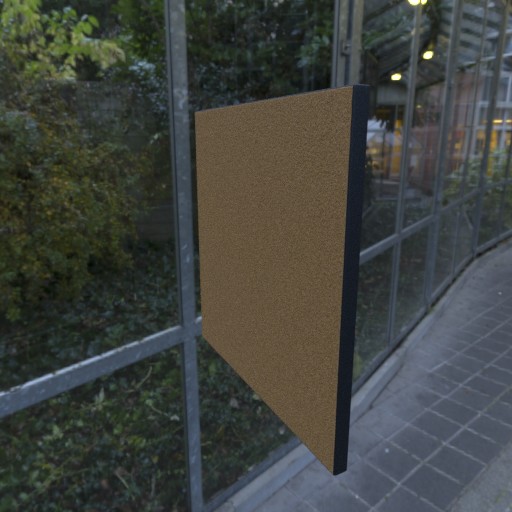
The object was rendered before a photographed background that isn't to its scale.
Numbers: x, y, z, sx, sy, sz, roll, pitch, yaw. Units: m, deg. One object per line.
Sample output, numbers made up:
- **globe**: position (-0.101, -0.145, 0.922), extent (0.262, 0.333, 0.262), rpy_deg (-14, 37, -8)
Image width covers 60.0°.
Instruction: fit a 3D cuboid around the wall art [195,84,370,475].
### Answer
- **wall art**: position (0.000, 0.000, 0.688), extent (0.022, 0.453, 0.456), rpy_deg (-7, 16, -26)
